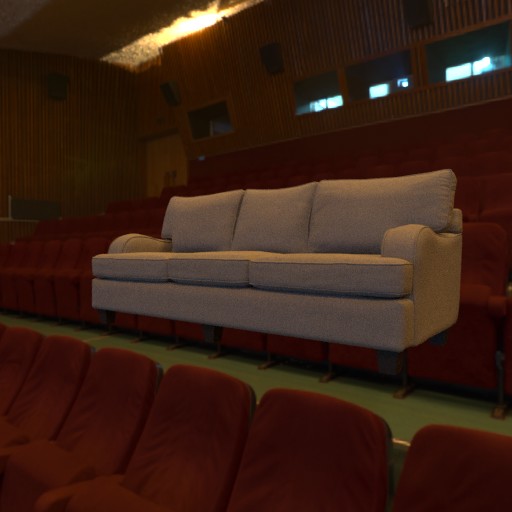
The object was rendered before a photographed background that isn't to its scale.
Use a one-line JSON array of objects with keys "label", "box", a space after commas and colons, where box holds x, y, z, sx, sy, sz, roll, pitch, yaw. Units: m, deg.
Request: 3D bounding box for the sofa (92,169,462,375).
[{"label": "sofa", "box": [0.000, 0.000, 2.906, 2.323, 0.991, 1.016, 1, 1, 38]}]
